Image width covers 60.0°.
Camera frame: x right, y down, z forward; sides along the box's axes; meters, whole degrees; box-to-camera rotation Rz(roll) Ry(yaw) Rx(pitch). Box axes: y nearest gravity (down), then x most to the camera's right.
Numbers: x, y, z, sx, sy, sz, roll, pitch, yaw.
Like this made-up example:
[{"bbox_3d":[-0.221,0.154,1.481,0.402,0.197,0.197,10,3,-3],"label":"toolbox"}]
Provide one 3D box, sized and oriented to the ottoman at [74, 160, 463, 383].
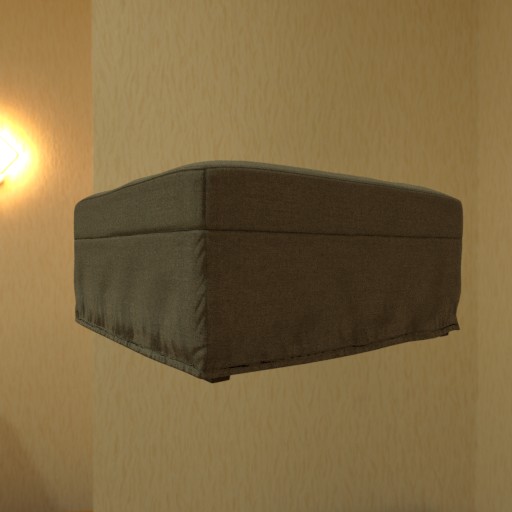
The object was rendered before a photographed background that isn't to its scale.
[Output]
[{"bbox_3d":[0.000,0.000,1.300,0.840,0.436,0.843,0,1,-36],"label":"ottoman"}]
